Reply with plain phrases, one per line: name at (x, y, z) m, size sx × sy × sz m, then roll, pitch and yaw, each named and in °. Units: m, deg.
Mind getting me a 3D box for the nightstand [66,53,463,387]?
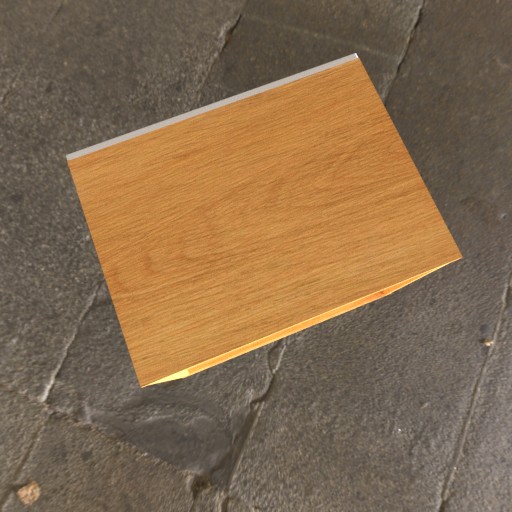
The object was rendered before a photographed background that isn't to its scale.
nightstand at (0.000, 0.000, 0.833) m, size 0.400 × 0.601 × 0.316 m, roll -21°, pitch 78°, yaw -5°
